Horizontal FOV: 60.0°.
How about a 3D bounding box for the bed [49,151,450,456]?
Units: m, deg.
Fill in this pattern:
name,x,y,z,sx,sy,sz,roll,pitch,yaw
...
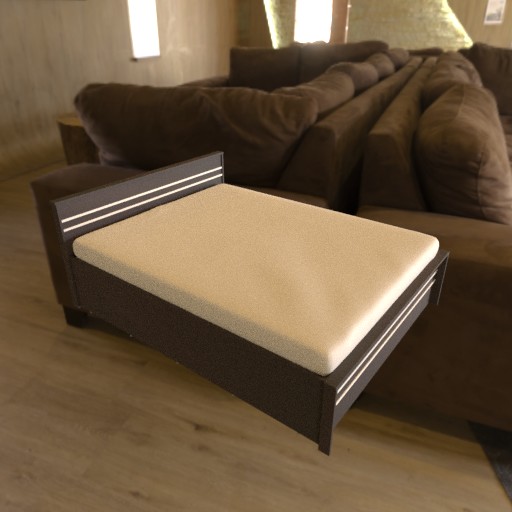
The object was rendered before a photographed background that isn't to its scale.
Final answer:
name,x,y,z,sx,sy,sz,roll,pitch,yaw
bed,0.000,0.000,3.049,2.103,0.808,1.634,19,33,33
